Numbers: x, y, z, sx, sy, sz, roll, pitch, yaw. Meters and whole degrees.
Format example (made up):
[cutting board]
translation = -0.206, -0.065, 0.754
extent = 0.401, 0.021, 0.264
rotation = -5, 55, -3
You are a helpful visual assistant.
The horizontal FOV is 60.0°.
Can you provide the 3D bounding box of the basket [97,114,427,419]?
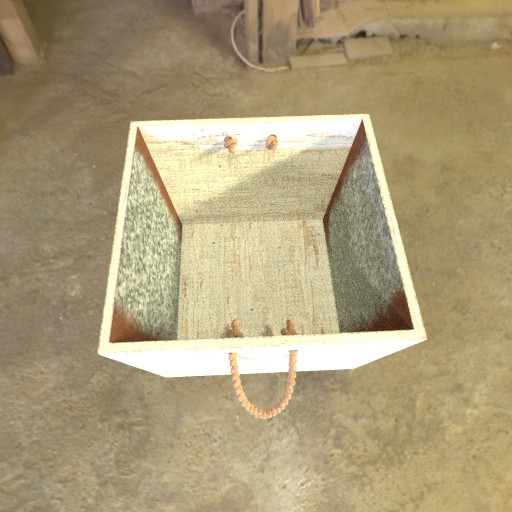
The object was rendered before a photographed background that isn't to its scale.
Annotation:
[basket]
translation = 0.000, 0.000, 0.765
extent = 0.413, 0.247, 0.545
rotation = -2, 59, -1
